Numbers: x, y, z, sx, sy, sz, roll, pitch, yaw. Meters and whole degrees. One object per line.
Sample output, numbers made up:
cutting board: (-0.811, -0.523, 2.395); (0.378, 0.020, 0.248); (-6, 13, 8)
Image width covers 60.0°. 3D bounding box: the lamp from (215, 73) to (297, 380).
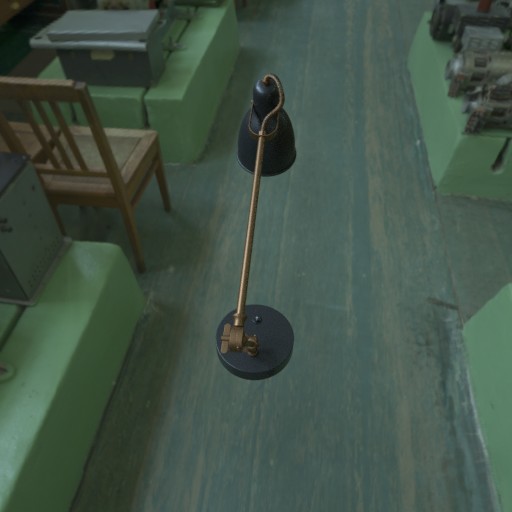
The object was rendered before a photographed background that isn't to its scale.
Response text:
lamp: (0.000, 0.000, 0.881); (0.187, 0.587, 0.561); (4, 49, 4)
